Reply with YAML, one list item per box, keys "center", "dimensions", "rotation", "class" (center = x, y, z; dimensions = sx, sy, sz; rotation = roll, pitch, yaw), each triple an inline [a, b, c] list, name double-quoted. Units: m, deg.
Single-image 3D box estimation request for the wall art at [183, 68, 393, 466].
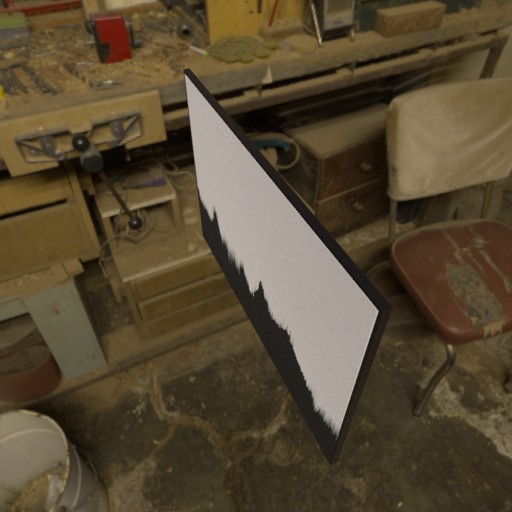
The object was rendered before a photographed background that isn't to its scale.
- center: [0.000, 0.000, 1.218]
  dimensions: [0.019, 0.660, 0.957]
  rotation: [-18, 49, -17]
  class: "wall art"
